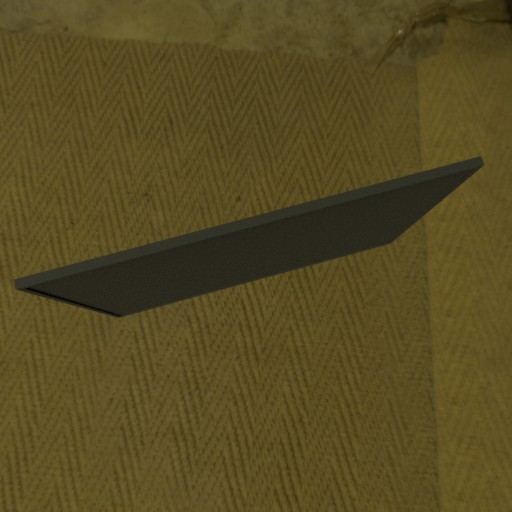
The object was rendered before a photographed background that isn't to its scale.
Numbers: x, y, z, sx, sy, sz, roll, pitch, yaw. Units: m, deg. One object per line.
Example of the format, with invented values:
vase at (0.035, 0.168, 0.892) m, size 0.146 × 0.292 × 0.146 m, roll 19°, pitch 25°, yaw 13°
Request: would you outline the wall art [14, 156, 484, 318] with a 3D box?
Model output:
wall art at (0.000, 0.000, 1.479) m, size 1.190 × 0.805 × 0.028 m, roll -15°, pitch 78°, yaw -3°
